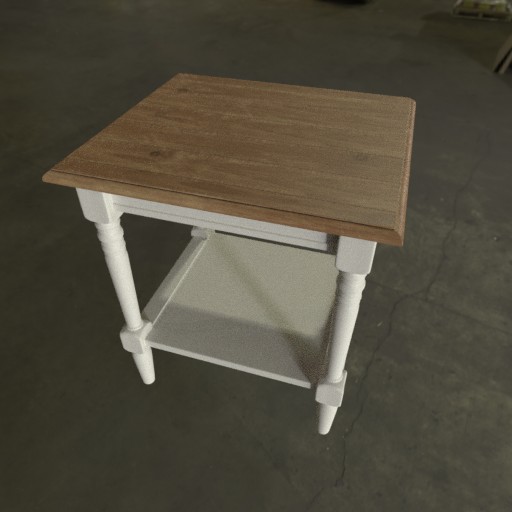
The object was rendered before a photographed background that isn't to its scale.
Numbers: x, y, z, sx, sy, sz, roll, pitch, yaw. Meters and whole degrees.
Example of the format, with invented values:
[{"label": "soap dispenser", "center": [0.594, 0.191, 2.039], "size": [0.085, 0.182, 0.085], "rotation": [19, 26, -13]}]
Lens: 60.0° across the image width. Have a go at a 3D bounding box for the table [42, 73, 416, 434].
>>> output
[{"label": "table", "center": [0.000, 0.000, 0.924], "size": [0.508, 0.561, 0.457], "rotation": [11, 42, 13]}]
